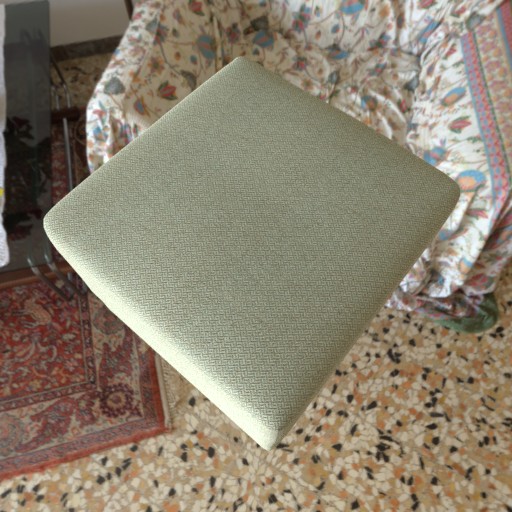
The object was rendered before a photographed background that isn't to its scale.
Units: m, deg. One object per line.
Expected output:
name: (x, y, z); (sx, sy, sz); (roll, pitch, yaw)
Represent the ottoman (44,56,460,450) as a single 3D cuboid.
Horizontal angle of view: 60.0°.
ottoman: (0.000, 0.000, 0.898); (0.512, 0.453, 0.521); (37, 69, 17)
